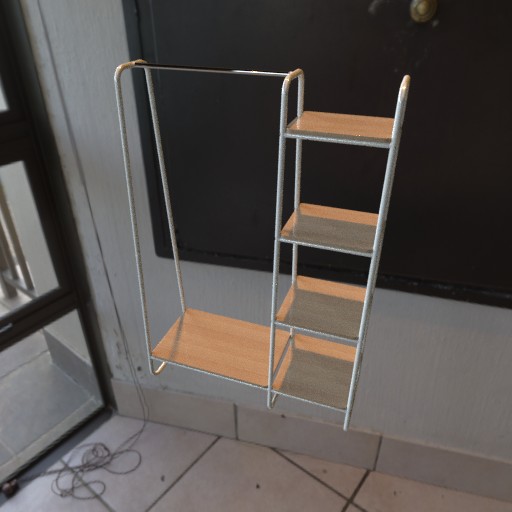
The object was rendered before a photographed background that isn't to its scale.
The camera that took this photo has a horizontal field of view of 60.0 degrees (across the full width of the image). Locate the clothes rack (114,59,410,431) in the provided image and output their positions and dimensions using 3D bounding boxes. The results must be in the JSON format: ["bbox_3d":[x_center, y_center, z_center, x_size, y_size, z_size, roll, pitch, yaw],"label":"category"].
[{"bbox_3d":[0.000,0.000,1.909,1.011,1.500,0.400,11,33,17],"label":"clothes rack"}]
